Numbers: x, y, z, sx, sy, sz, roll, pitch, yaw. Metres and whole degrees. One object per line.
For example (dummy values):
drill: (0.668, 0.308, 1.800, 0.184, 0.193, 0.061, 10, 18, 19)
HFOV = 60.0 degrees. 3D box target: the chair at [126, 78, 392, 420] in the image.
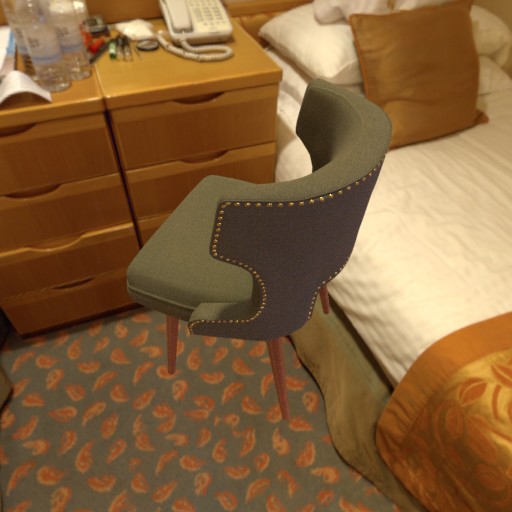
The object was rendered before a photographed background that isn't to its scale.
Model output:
chair: (0.000, 0.000, 1.268, 0.581, 0.863, 0.595, 17, 47, 16)
